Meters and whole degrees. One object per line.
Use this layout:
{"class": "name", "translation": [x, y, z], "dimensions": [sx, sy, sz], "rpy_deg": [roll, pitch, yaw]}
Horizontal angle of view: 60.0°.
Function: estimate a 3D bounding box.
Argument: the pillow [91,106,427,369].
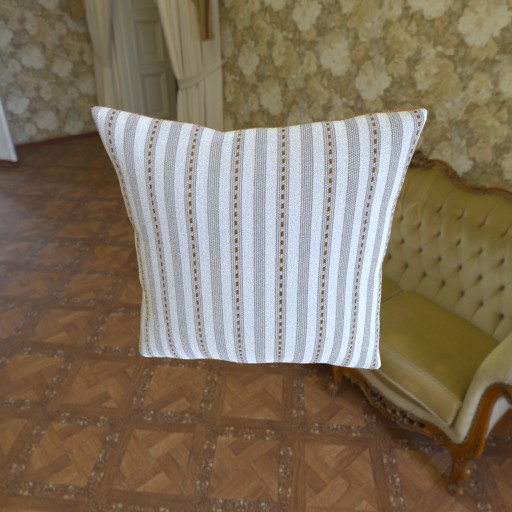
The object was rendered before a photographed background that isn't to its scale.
{"class": "pillow", "translation": [0.000, 0.000, 0.667], "dimensions": [0.432, 0.437, 0.147], "rpy_deg": [2, 30, 3]}
